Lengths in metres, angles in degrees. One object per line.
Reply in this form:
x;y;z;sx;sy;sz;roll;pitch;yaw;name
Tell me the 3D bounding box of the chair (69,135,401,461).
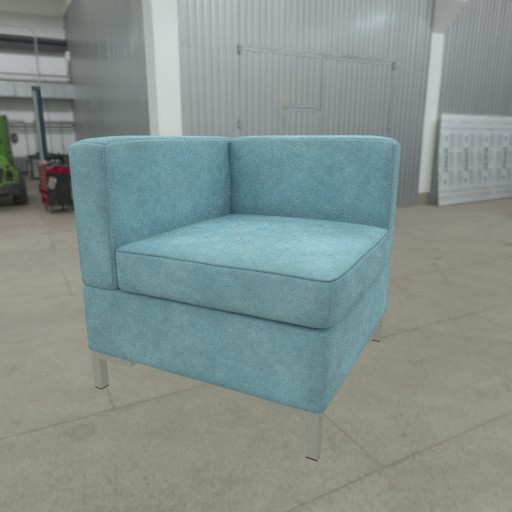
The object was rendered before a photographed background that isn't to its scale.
0.000;0.000;1.252;0.684;0.660;0.691;7;17;26;chair
